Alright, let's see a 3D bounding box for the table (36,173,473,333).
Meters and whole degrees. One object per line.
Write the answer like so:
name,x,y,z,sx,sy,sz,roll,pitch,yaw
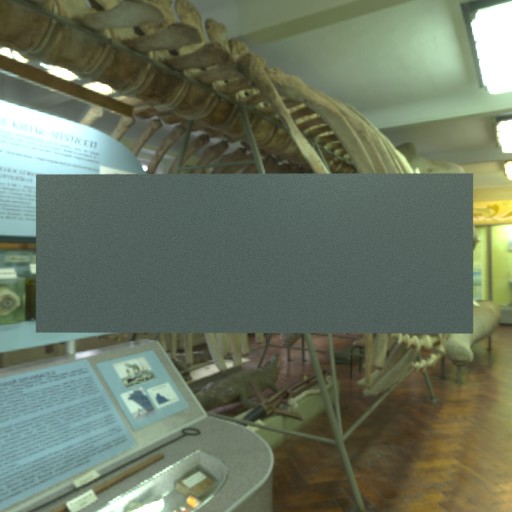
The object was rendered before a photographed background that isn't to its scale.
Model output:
table,0.000,0.000,1.212,0.801,0.299,0.801,0,0,1
